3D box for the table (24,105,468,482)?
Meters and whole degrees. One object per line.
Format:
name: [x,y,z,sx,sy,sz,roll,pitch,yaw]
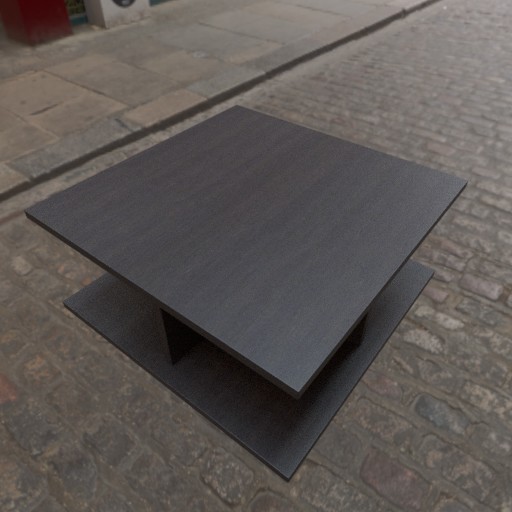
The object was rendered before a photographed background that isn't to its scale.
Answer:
table: [0.000,0.000,1.197,0.762,0.396,0.762,27,48,28]
